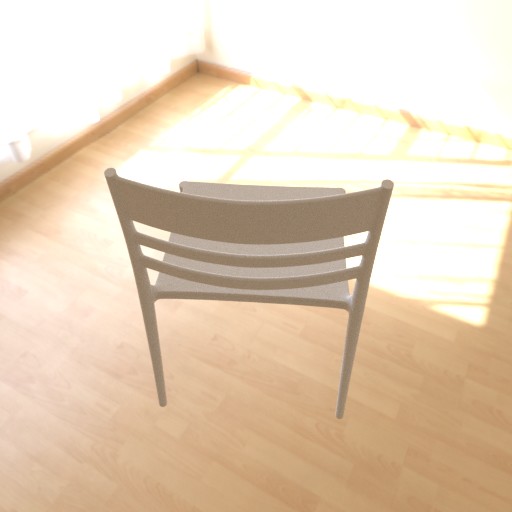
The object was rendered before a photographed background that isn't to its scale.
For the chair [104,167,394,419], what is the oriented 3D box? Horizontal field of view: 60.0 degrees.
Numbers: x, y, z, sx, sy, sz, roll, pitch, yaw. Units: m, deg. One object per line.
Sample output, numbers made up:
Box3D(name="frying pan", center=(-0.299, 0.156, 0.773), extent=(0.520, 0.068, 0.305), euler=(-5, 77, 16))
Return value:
Box3D(name="chair", center=(0.000, 0.000, 1.147), extent=(0.531, 0.800, 0.511), euler=(3, 46, 3))
